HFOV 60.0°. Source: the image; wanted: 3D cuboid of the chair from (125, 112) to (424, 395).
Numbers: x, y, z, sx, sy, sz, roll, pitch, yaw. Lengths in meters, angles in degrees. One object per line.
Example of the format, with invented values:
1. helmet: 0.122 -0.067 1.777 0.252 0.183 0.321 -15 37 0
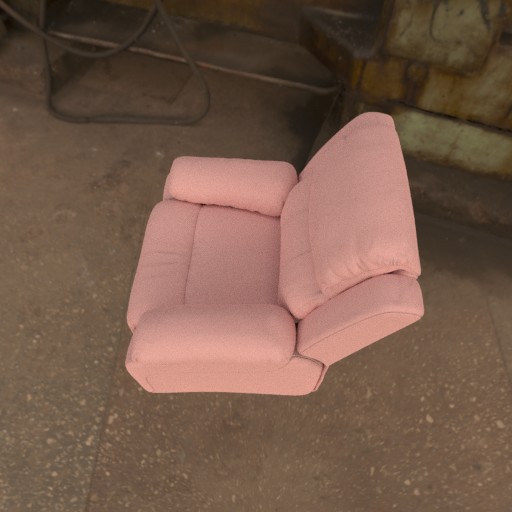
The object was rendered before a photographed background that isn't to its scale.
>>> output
1. chair: 0.000 0.000 1.257 0.709 0.702 0.680 3 57 2
